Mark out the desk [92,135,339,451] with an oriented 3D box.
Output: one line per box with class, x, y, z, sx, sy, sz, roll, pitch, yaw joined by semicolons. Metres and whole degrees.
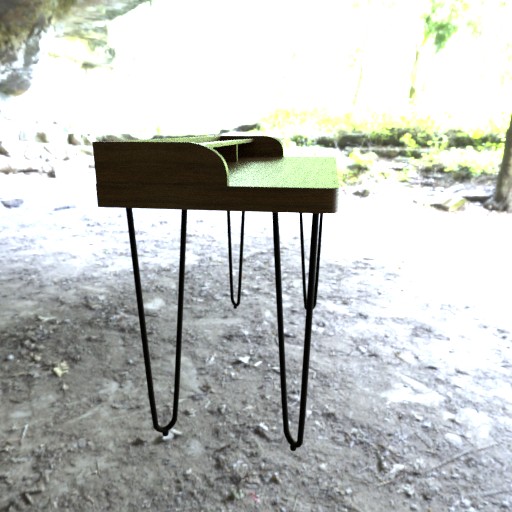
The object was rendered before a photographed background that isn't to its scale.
desk;0.000;0.000;1.656;0.565;0.854;1.200;3;16;9
